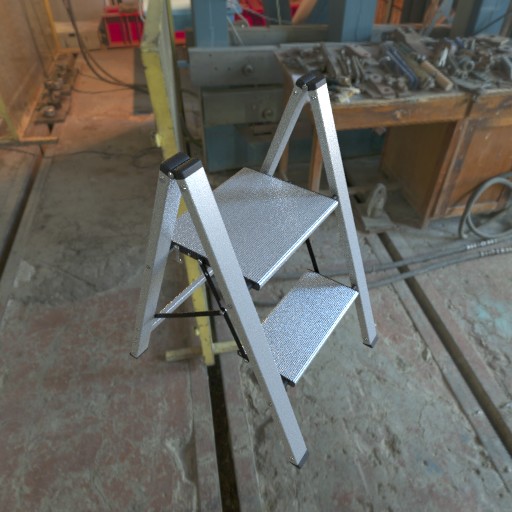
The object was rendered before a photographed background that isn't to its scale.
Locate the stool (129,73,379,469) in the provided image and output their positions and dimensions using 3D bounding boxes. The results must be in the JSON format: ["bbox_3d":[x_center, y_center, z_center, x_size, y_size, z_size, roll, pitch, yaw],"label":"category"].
[{"bbox_3d":[0.000,0.000,0.992,0.535,0.670,0.440,25,48,25],"label":"stool"}]
